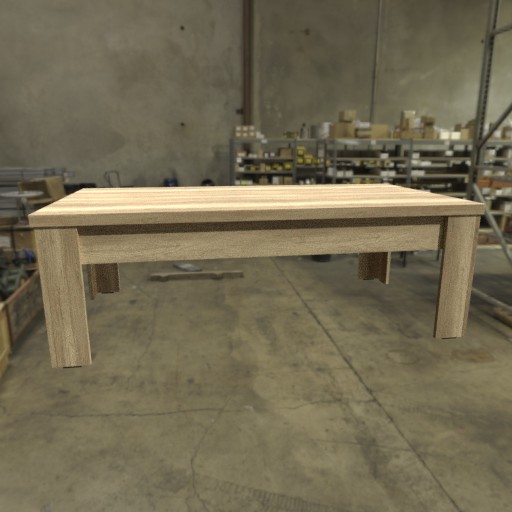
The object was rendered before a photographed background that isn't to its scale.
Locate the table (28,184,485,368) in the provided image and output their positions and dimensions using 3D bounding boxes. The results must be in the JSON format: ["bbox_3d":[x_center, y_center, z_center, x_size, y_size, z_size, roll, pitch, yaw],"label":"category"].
[{"bbox_3d":[0.000,0.000,1.680,1.350,0.460,0.700,-2,15,-9],"label":"table"}]
